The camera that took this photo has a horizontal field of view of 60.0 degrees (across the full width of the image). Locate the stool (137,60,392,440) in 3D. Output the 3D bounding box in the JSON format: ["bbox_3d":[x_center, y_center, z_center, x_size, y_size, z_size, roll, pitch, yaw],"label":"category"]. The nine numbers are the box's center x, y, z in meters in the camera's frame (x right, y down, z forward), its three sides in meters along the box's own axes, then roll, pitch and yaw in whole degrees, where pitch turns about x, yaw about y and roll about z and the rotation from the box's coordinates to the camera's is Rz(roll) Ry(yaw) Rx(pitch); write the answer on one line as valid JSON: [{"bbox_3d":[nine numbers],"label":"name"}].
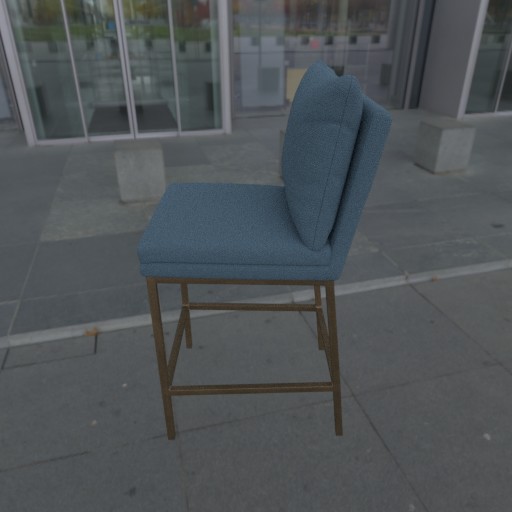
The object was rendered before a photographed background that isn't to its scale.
[{"bbox_3d":[0.000,0.000,1.303,0.568,1.032,0.463,0,28,0],"label":"stool"}]
